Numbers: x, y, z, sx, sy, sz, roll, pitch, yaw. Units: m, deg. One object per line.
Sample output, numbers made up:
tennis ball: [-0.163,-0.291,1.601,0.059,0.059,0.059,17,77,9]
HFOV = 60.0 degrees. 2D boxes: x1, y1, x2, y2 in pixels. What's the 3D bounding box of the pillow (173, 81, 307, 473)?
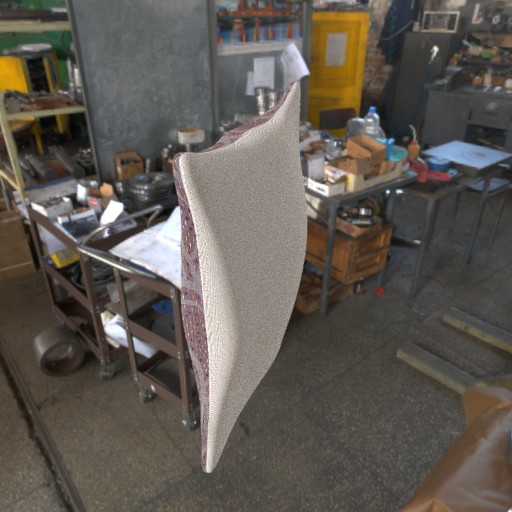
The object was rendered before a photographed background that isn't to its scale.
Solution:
pillow: [0.000,0.000,0.781,0.163,0.513,0.514,9,31,15]
